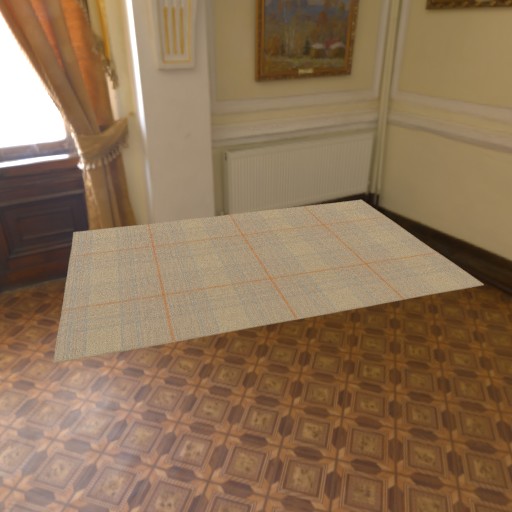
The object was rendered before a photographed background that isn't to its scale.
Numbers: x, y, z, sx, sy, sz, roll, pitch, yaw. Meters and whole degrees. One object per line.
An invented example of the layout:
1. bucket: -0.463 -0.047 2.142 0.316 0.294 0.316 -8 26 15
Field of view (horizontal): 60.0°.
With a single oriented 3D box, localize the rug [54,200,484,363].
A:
1. rug: 0.000 0.000 3.034 2.442 0.016 1.527 -8 29 -15
